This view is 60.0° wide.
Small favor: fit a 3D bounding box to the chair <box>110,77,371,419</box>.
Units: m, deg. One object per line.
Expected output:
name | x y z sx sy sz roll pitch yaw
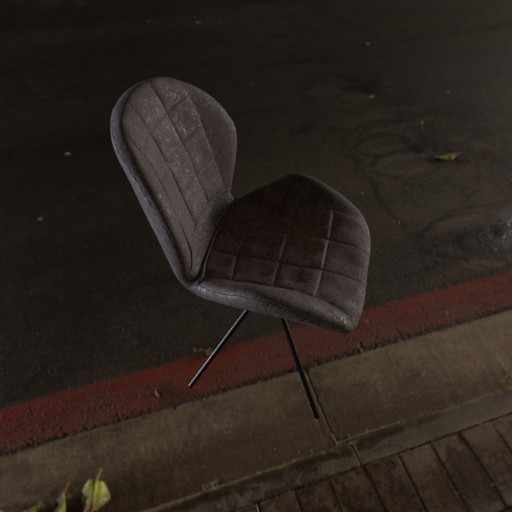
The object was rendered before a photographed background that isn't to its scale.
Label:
chair | 0.000 0.000 1.292 0.640 0.934 0.527 11 47 10
